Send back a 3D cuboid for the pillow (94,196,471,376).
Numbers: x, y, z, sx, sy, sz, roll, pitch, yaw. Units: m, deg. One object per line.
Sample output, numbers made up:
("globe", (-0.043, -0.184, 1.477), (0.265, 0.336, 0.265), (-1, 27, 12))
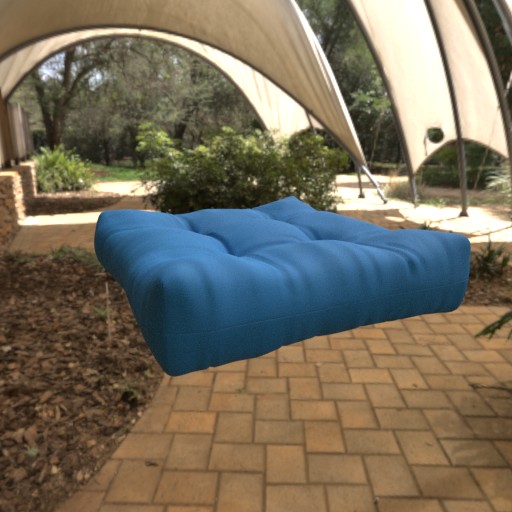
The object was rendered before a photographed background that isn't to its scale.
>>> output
("pillow", (0.000, 0.000, 0.741), (0.468, 0.128, 0.490), (-7, 17, -26))
